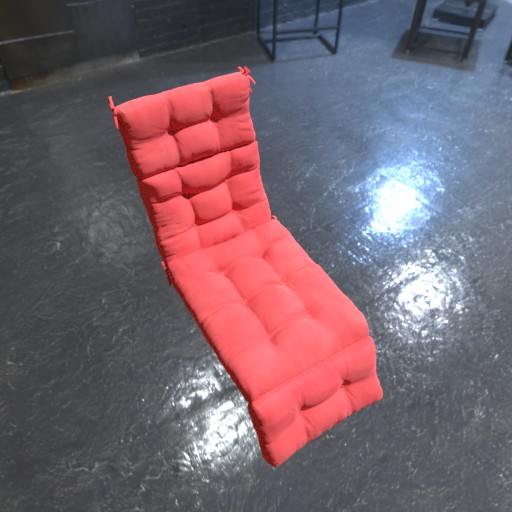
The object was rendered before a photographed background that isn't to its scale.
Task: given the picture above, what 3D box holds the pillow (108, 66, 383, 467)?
[{"bbox_3d":[0.000,0.000,1.501,0.526,0.863,1.016,-24,51,-21],"label":"pillow"}]
